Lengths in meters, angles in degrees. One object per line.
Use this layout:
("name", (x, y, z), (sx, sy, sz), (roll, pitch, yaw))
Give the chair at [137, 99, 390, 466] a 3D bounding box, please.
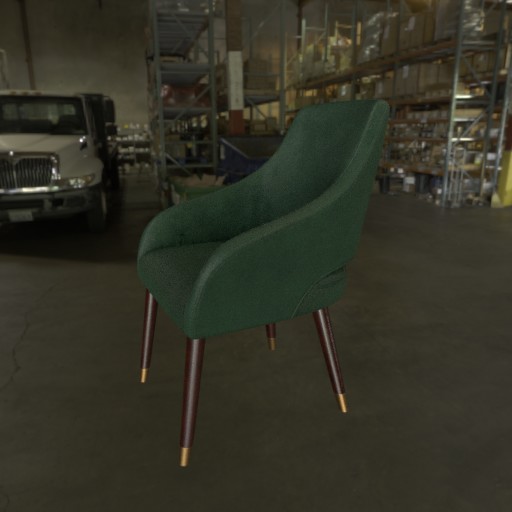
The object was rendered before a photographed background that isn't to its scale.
("chair", (0.000, 0.000, 1.598), (0.794, 1.081, 0.683), (-8, 17, -26))
